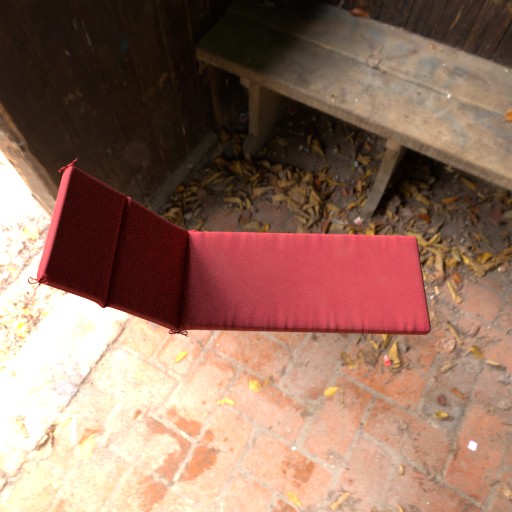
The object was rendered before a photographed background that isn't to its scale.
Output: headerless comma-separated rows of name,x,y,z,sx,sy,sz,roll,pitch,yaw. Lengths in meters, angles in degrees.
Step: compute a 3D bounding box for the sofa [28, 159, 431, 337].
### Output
sofa,0.000,0.000,1.974,1.663,0.622,0.582,1,64,1
